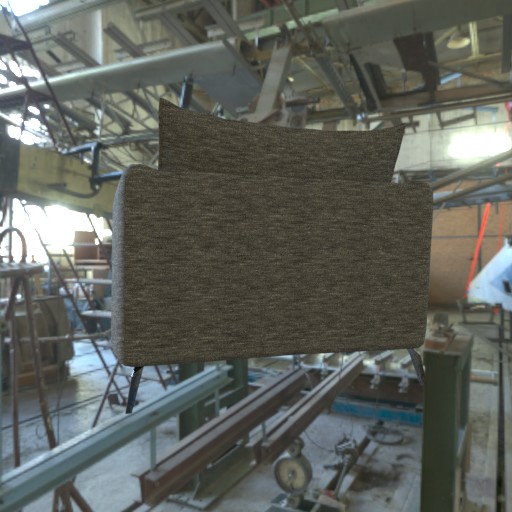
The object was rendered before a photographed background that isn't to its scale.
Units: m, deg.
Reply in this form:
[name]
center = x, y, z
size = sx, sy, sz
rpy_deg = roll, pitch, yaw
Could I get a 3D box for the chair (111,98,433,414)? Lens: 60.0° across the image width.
[chair]
center = 0.000, 0.000, 1.637
size = 1.004, 0.842, 0.805
rpy_deg = 0, -1, -16
